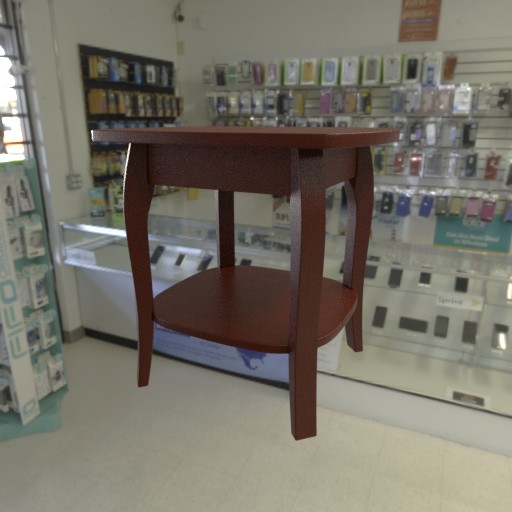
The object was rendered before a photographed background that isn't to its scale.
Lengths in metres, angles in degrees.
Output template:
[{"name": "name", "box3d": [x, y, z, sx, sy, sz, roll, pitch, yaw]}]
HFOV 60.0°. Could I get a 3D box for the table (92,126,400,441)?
[{"name": "table", "box3d": [0.000, 0.000, 0.897, 0.502, 0.496, 0.433, 9, 19, 26]}]
